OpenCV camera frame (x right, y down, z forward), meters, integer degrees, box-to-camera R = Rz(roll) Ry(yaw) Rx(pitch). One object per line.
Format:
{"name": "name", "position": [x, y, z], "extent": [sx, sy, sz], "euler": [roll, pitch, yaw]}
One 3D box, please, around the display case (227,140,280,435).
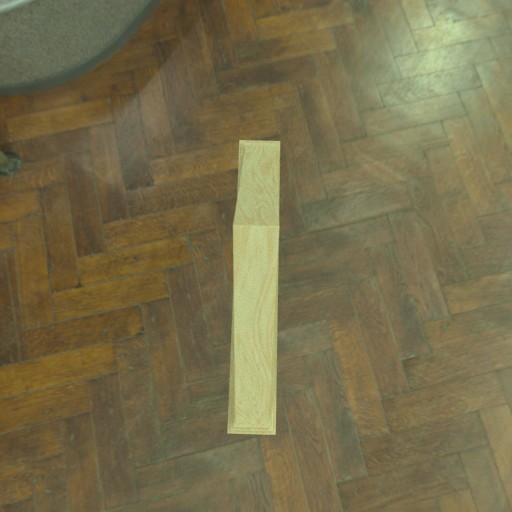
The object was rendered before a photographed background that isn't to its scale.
{"name": "display case", "position": [0.000, 0.000, 0.793], "extent": [0.095, 0.340, 0.640], "euler": [2, 76, 0]}
